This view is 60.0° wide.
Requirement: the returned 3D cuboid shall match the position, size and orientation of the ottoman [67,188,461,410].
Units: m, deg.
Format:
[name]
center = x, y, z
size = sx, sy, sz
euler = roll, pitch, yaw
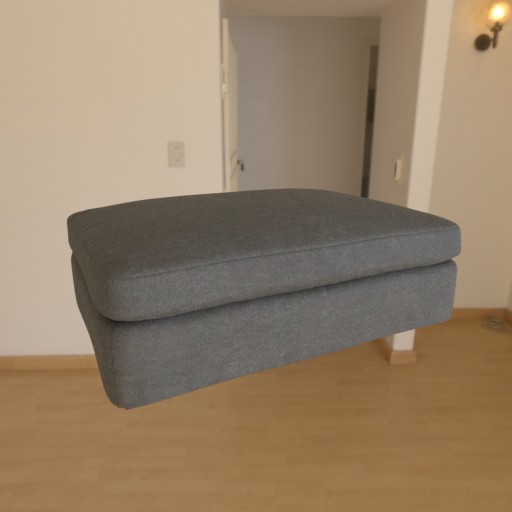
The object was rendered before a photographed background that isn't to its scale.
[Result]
[ottoman]
center = 0.000, 0.000, 1.605
size = 1.199, 0.429, 0.840
euler = -8, 19, -26
